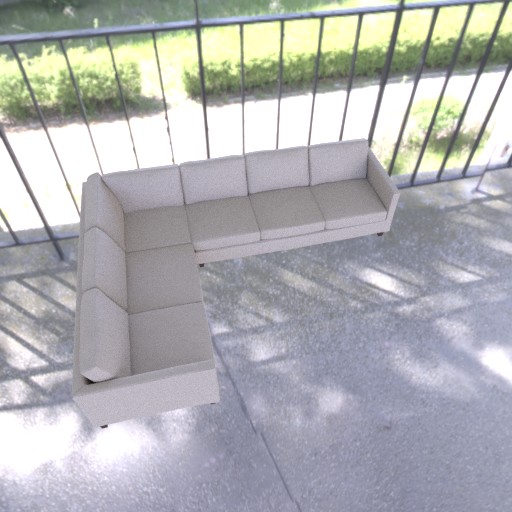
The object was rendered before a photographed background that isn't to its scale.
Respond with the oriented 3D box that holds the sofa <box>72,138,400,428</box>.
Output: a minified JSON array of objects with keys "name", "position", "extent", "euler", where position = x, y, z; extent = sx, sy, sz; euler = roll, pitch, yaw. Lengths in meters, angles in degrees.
[{"name":"sofa","position":[0.000,0.000,4.257],"extent":[3.182,0.863,2.432],"euler":[-10,49,-9]}]
